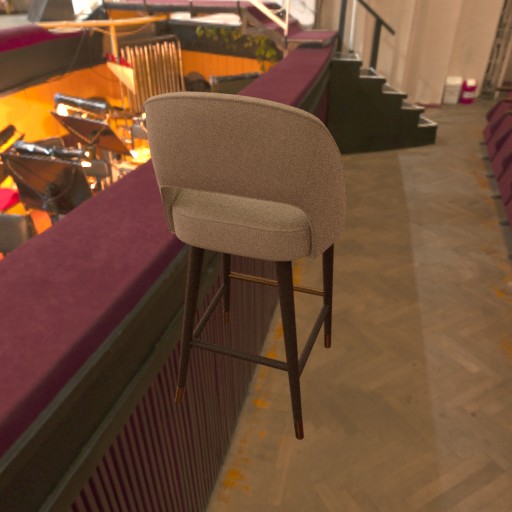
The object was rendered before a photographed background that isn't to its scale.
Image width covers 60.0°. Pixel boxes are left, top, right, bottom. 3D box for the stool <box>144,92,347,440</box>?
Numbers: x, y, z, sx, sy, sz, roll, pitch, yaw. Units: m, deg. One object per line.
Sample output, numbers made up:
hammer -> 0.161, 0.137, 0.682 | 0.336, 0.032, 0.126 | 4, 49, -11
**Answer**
stool -> 0.000, 0.000, 1.336 | 0.494, 1.037, 0.509 | 11, 34, 16
